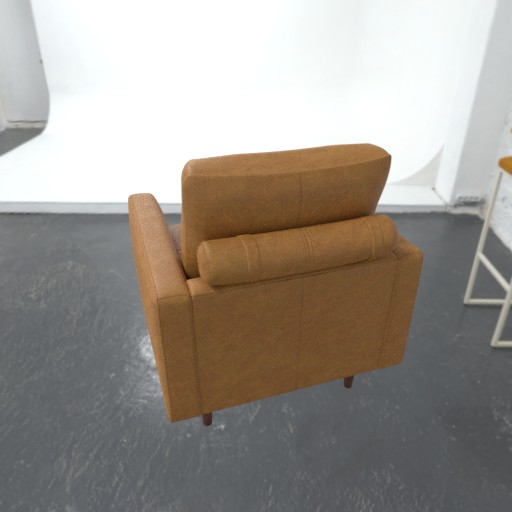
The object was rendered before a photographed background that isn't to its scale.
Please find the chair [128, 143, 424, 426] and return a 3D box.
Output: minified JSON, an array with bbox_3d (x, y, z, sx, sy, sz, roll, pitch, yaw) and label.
[{"bbox_3d":[0.000,0.000,1.596,0.831,0.896,0.868,-9,30,-16],"label":"chair"}]
